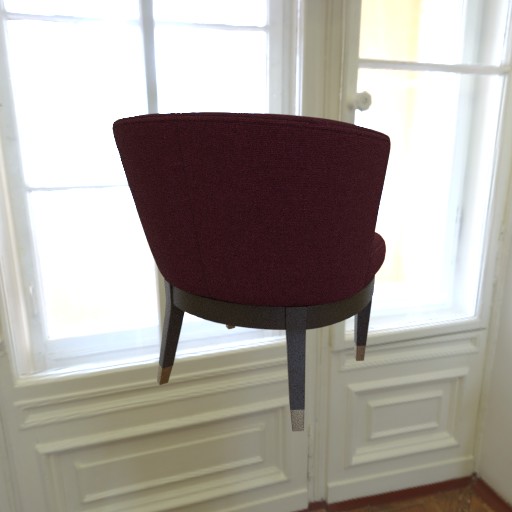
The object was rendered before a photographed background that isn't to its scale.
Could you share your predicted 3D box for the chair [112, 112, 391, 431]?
[{"bbox_3d":[0.000,0.000,1.269,0.700,0.760,0.660,8,18,28],"label":"chair"}]
